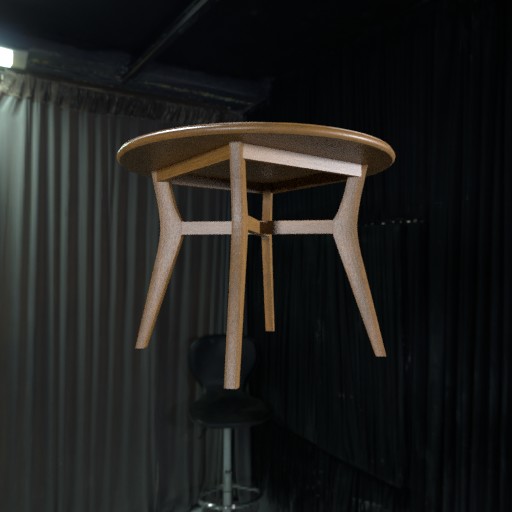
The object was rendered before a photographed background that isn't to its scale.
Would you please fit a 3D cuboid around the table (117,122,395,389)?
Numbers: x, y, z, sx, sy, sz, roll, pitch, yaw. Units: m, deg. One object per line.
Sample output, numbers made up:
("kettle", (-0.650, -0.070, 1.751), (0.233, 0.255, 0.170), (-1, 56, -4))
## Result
("table", (0.000, 0.000, 1.763), (1.055, 0.757, 1.055), (0, 0, 0))
